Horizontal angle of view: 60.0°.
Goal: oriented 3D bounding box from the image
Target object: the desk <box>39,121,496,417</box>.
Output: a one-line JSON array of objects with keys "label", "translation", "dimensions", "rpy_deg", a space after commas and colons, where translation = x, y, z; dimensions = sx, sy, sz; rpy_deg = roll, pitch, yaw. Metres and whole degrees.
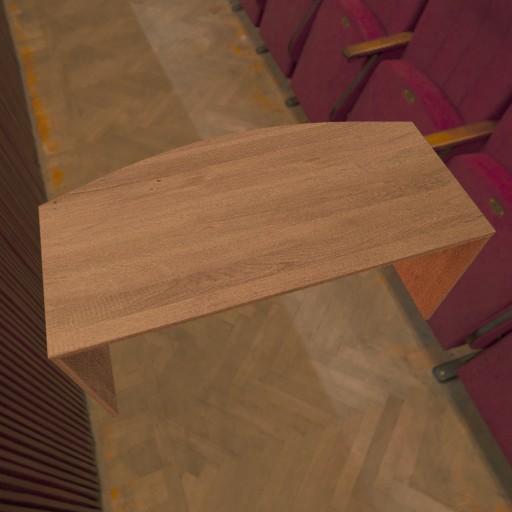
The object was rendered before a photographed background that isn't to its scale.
[{"label": "desk", "translation": [0.000, 0.000, 2.022], "dimensions": [1.600, 0.752, 0.802], "rpy_deg": [-15, 58, -10]}]
